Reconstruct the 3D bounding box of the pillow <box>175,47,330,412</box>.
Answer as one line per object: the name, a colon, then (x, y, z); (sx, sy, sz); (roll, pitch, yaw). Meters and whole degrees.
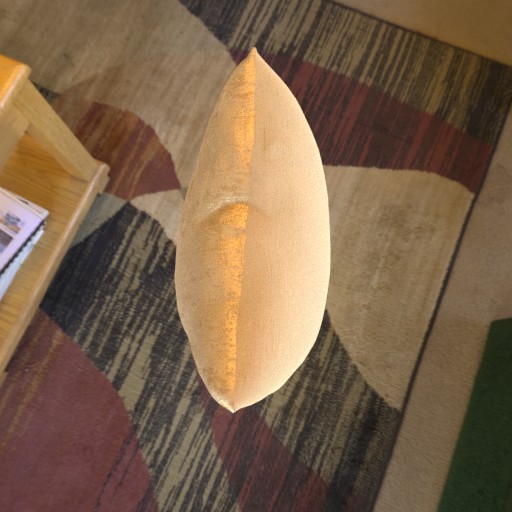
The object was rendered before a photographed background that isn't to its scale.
pillow: (0.000, 0.000, 0.726); (0.245, 0.448, 0.450); (5, 77, 1)
